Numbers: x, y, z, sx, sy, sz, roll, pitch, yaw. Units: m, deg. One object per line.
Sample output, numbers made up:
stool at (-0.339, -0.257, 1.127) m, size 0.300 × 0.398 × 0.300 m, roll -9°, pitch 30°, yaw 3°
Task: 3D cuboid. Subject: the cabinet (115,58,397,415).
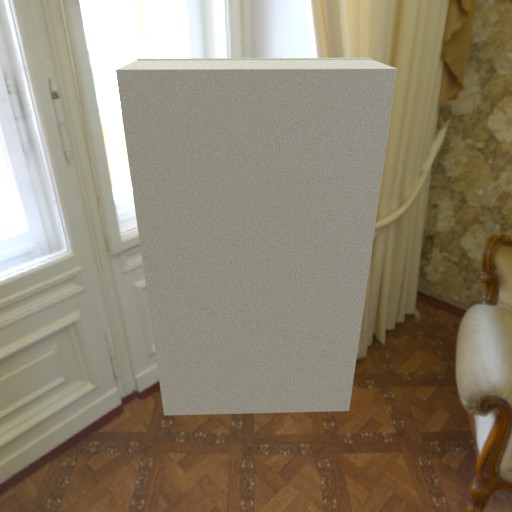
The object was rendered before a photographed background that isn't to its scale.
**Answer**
cabinet at (0.000, 0.000, 2.686) m, size 1.250 × 2.160 × 0.480 m, roll -1°, pitch 29°, yaw -2°
